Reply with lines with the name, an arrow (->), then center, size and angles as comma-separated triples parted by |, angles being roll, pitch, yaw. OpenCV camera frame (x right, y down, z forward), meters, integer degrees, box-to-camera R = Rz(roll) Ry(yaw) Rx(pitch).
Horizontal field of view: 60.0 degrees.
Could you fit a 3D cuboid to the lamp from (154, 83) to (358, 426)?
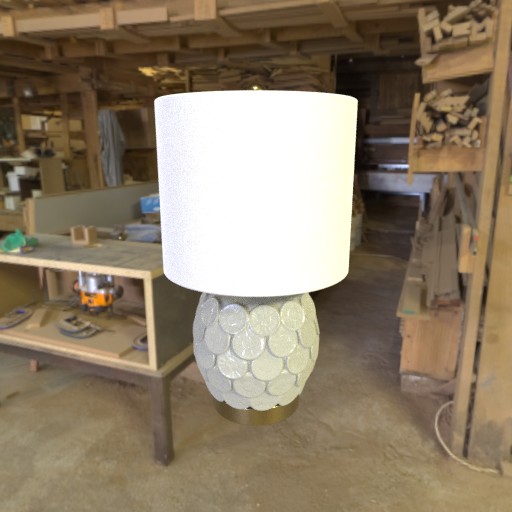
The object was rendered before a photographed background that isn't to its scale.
lamp -> 0.000, 0.000, 0.619 | 0.254, 0.452, 0.254 | 0, 15, 0
